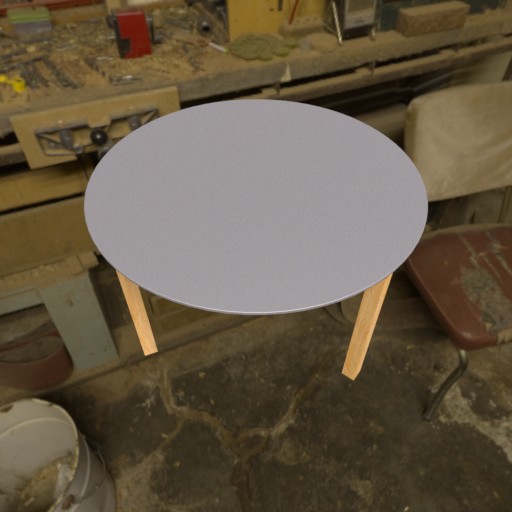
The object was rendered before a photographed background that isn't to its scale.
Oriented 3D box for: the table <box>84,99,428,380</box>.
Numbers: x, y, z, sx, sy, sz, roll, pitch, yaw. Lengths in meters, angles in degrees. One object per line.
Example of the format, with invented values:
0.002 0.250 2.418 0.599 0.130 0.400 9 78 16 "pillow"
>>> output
0.000 0.000 0.946 0.600 0.405 0.600 0 46 0 "table"
